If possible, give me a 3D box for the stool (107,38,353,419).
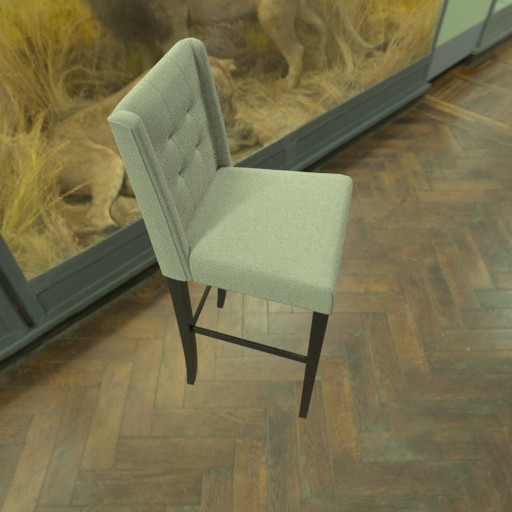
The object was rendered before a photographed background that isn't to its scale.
[{"bbox_3d":[0.000,0.000,1.372,0.509,1.116,0.474,10,47,10],"label":"stool"}]
